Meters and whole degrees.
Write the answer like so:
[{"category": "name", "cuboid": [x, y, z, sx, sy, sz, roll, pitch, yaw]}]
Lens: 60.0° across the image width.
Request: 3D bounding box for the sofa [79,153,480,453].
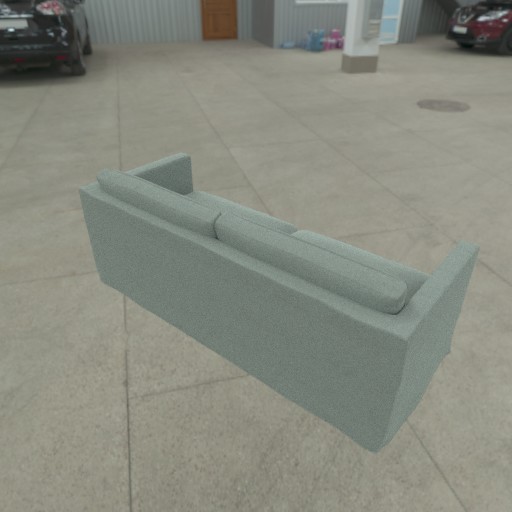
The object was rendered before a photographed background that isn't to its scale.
[{"category": "sofa", "cuboid": [0.000, 0.000, 2.760, 2.312, 0.853, 0.962, 24, 39, 33]}]
